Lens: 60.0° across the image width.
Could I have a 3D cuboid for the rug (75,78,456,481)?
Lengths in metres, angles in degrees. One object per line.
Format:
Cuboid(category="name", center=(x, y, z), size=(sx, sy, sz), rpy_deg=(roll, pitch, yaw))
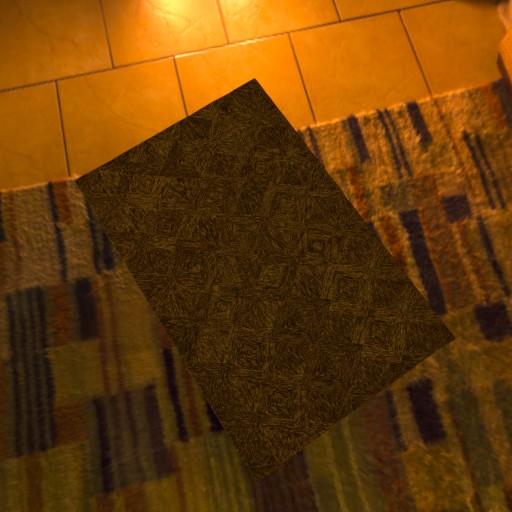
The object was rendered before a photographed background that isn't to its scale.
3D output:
Cuboid(category="rug", center=(0.000, 0.000, 2.311), size=(1.189, 0.011, 1.808), rpy_deg=(-33, 77, -8))
